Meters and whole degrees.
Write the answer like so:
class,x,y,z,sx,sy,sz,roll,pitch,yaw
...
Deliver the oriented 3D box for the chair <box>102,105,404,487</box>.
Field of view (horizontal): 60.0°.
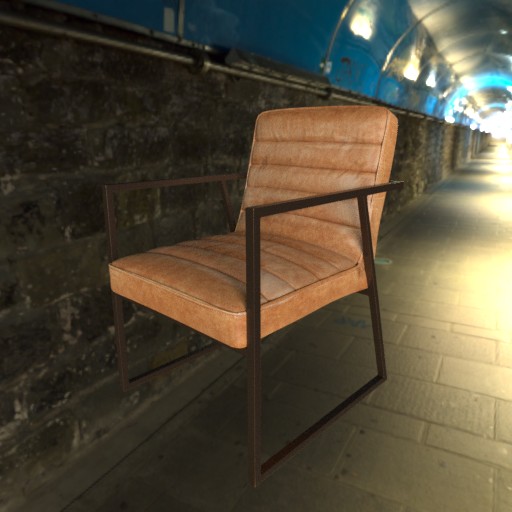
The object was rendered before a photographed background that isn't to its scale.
class,x,y,z,sx,sy,sz,roll,pitch,yaw
chair,0.000,0.000,1.270,0.571,0.832,0.677,14,21,42
